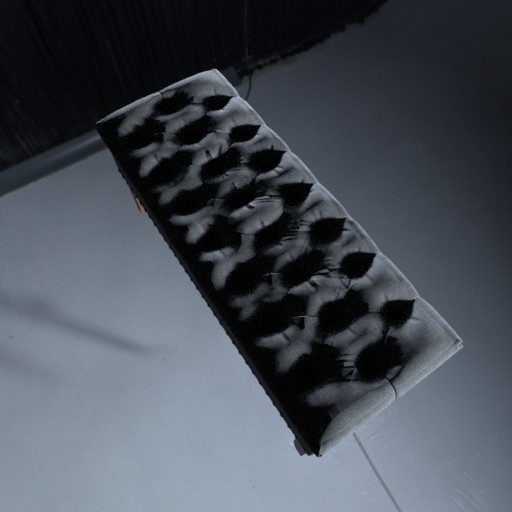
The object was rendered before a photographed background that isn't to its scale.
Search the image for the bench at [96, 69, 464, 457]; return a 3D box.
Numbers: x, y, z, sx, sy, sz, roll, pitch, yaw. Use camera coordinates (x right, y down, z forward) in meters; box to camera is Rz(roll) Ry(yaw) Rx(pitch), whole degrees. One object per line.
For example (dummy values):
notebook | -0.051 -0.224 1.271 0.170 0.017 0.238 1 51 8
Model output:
bench | 0.000 0.000 1.297 0.417 0.470 1.052 -31 67 -15
